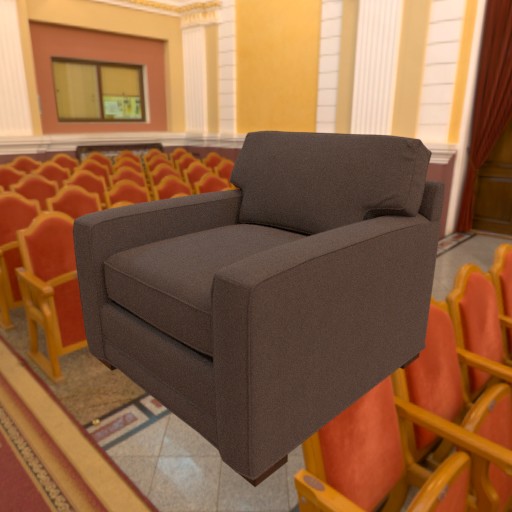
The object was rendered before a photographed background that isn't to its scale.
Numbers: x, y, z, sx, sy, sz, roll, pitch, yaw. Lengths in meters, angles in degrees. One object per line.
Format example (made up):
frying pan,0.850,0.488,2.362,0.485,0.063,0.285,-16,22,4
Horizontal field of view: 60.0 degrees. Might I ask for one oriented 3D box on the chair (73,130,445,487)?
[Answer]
chair,0.000,0.000,1.735,1.043,0.913,0.997,-17,24,-42
